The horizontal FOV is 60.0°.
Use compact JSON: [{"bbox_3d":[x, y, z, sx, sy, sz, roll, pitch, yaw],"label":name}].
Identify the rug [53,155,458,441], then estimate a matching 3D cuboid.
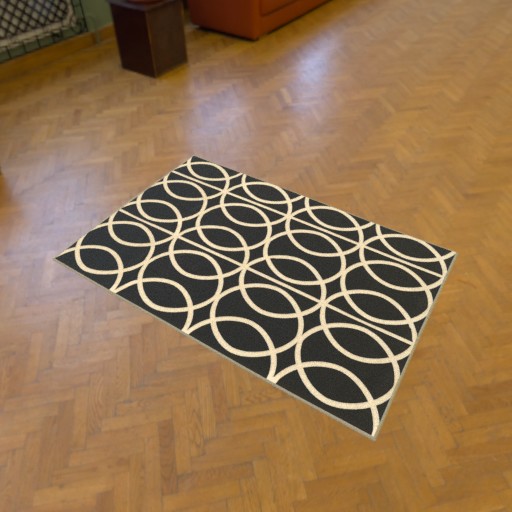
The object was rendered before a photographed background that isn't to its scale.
[{"bbox_3d":[0.000,0.000,2.990,2.294,0.014,1.528,24,50,22],"label":"rug"}]
